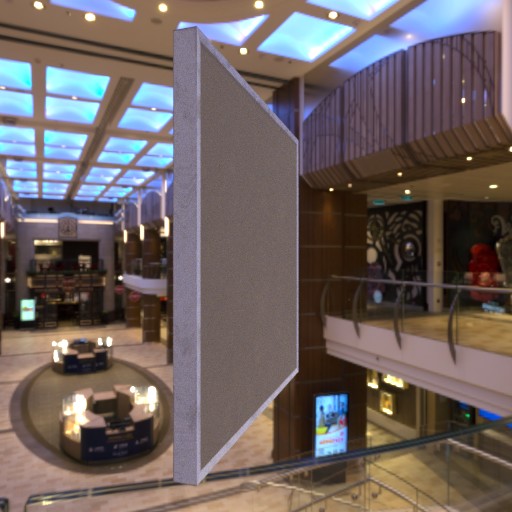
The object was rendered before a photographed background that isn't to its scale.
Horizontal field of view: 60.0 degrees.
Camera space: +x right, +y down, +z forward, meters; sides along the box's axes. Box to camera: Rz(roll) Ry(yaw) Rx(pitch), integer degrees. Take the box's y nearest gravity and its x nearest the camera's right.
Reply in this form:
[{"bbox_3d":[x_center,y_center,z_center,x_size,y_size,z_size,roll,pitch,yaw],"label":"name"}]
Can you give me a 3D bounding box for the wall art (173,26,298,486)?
[{"bbox_3d":[0.000,0.000,0.733,0.029,0.506,0.508,0,0,18],"label":"wall art"}]
